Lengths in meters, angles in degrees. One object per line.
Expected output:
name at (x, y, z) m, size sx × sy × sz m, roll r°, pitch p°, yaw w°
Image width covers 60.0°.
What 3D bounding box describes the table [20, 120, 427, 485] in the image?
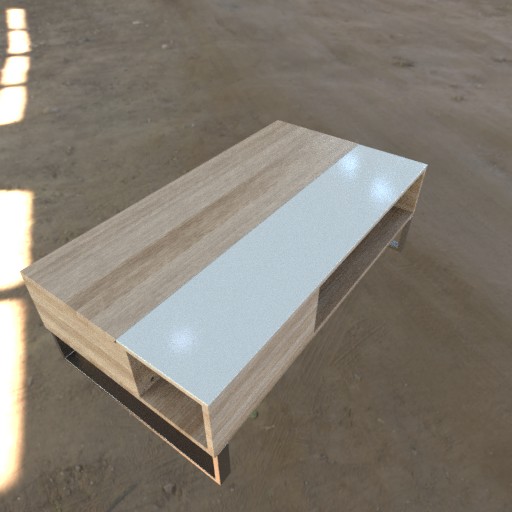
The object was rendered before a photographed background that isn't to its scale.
table at (0.000, 0.000, 1.378) m, size 0.600 × 0.350 × 1.100 m, roll 25°, pitch 46°, yaw 27°
